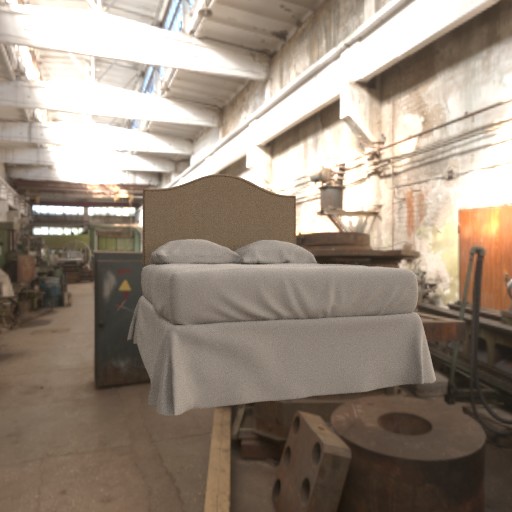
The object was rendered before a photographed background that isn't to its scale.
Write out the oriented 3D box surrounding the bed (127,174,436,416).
[{"bbox_3d":[0.000,0.000,3.540,1.876,1.645,2.221,0,0,-19],"label":"bed"}]
